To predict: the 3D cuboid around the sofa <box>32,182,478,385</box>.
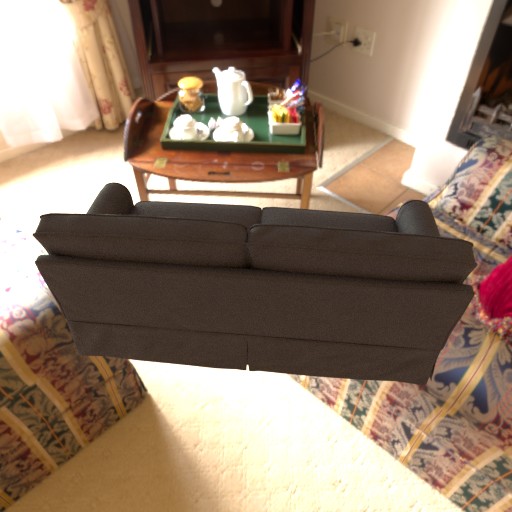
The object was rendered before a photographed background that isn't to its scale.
[{"bbox_3d":[0.000,0.000,2.746,2.256,1.094,0.983,4,45,4],"label":"sofa"}]
